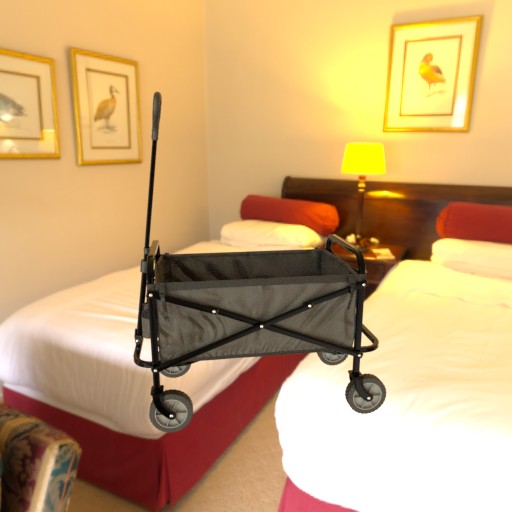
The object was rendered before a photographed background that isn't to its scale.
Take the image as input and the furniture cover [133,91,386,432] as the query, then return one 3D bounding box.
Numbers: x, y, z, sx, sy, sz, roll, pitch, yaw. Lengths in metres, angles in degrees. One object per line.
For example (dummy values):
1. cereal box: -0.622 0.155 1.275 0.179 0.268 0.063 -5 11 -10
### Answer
1. furniture cover: 0.000 0.000 1.872 1.038 1.295 0.532 -2 14 -9
